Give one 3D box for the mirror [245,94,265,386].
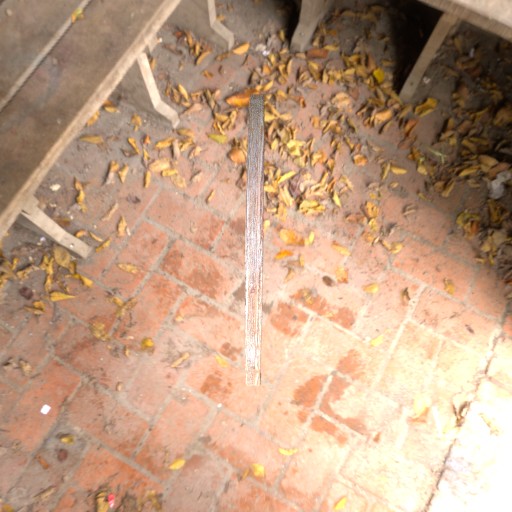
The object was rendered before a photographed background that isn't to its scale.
[{"bbox_3d":[0.000,0.000,1.180,0.032,0.920,0.660,1,74,0],"label":"mirror"}]
